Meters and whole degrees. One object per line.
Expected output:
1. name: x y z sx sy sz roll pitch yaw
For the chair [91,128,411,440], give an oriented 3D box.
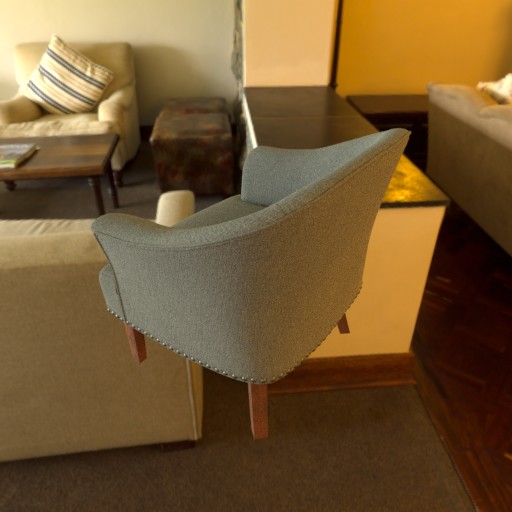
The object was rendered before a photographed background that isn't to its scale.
1. chair: 0.000 0.000 1.392 0.704 0.815 0.798 21 38 30
